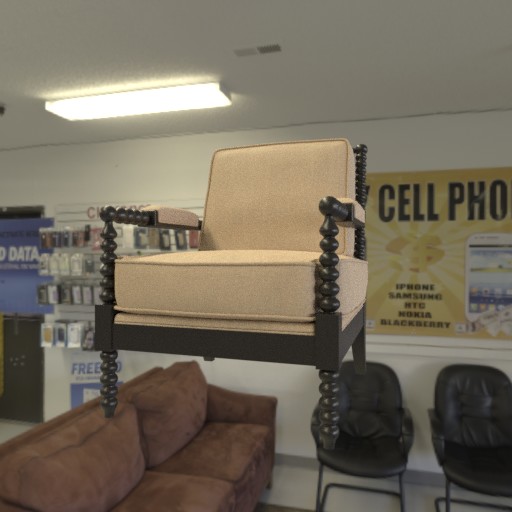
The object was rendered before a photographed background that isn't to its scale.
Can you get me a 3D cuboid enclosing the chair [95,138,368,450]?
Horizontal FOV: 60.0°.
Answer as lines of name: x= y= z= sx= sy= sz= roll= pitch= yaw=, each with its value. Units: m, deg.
chair: x=0.000 y=0.000 z=1.171 sx=0.555 sy=0.703 sz=0.657 roll=0 pitch=0 yaw=19
